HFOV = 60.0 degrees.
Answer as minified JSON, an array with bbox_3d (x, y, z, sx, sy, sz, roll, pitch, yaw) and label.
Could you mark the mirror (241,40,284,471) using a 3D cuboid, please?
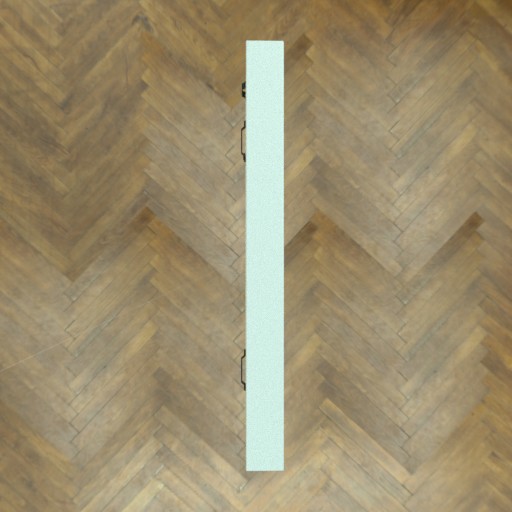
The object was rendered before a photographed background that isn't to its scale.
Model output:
[{"bbox_3d":[0.000,0.000,0.672,0.041,0.509,0.406,0,90,-1],"label":"mirror"}]
